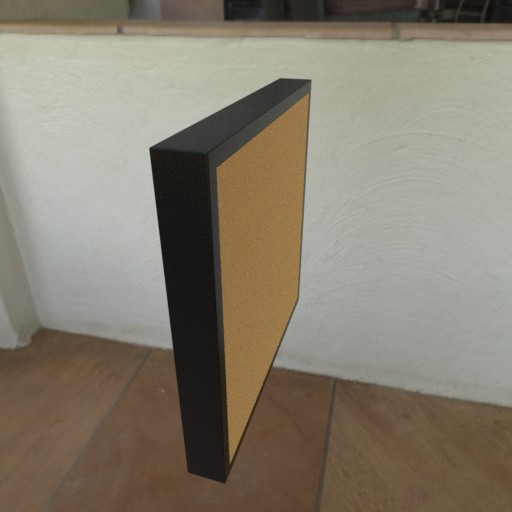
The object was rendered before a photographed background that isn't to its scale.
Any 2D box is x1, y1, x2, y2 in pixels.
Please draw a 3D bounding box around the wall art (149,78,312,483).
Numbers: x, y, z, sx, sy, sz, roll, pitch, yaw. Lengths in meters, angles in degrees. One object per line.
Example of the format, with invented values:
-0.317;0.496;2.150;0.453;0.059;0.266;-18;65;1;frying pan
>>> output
0.000;0.000;0.451;0.037;0.299;0.299;9;31;15;wall art
